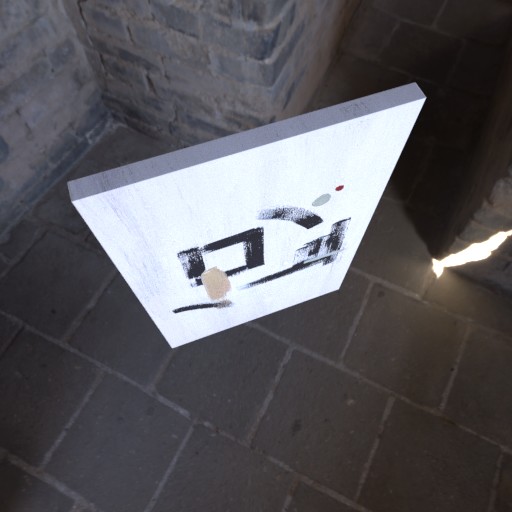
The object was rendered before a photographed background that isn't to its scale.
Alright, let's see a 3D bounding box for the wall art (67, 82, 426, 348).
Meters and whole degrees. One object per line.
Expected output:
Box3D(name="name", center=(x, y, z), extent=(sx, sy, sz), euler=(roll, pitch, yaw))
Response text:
Box3D(name="wall art", center=(0.000, 0.000, 1.152), extent=(0.624, 0.914, 0.043), euler=(-18, 66, -9))
